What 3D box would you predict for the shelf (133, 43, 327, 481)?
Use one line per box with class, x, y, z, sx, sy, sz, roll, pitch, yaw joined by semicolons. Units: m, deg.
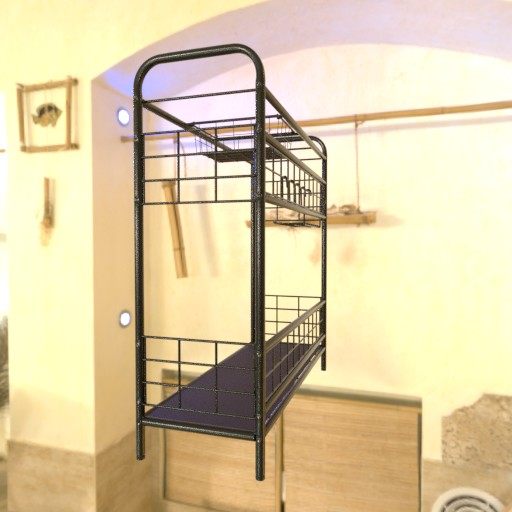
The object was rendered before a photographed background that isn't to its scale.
shelf;0.000;0.000;1.529;0.350;1.026;0.961;1;2;18
